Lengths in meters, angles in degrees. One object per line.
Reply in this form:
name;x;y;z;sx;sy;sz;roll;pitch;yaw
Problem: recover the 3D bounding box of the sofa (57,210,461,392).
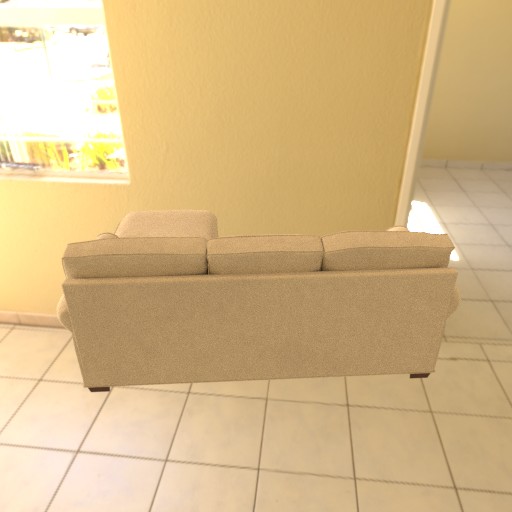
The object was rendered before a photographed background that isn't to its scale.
sofa;0.000;0.000;2.432;1.770;0.734;1.226;-2;29;-3
